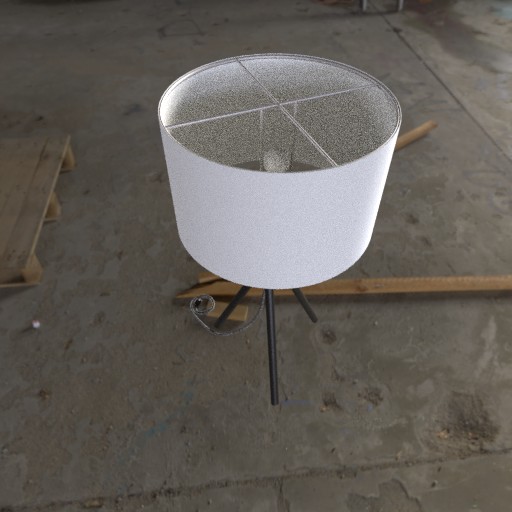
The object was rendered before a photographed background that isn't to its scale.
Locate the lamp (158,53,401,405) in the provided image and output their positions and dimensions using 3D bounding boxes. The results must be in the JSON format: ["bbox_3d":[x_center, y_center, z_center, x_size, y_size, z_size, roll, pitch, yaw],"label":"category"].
[{"bbox_3d":[0.000,0.000,0.903,0.422,0.674,0.353,10,47,9],"label":"lamp"}]
